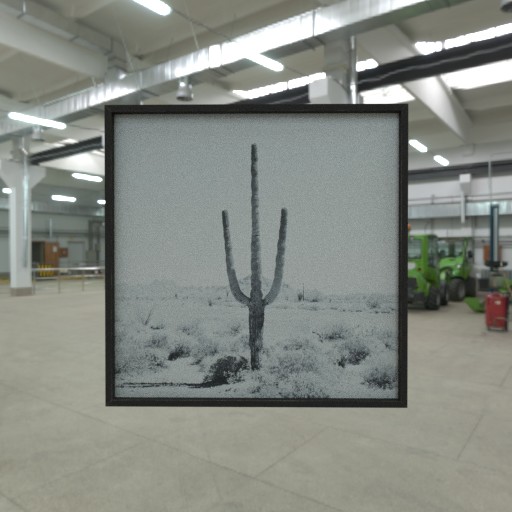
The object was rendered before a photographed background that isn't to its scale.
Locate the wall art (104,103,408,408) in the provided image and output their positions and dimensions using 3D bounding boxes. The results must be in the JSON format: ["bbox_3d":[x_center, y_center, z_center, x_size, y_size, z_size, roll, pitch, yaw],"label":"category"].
[{"bbox_3d":[0.000,0.000,0.465,0.305,0.305,0.038,0,1,1],"label":"wall art"}]
